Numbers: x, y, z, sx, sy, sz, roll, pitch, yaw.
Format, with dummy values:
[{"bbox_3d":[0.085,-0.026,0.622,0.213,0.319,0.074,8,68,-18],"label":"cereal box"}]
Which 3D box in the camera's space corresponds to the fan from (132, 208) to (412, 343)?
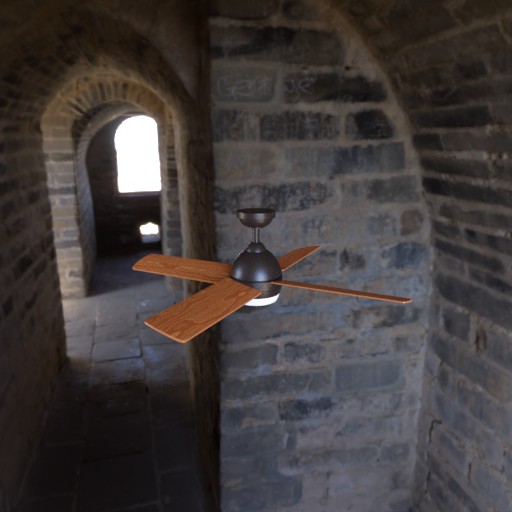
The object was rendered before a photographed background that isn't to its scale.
[{"bbox_3d":[0.000,0.000,1.960,1.332,0.403,1.332,7,16,26],"label":"fan"}]
